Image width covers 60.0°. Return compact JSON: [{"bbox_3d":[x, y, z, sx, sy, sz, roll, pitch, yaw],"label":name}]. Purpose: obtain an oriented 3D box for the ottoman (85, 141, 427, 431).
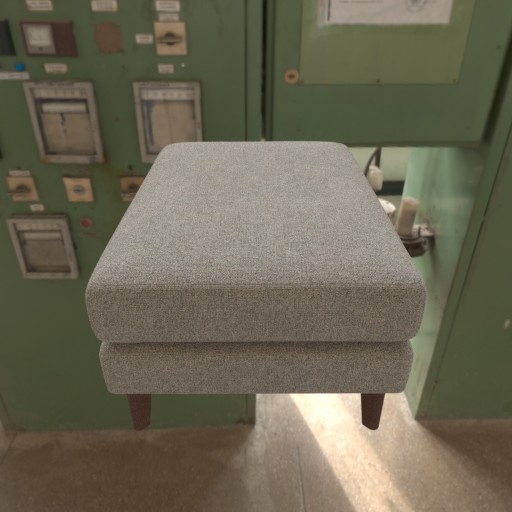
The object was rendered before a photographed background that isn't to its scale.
[{"bbox_3d":[0.000,0.000,1.193,0.611,0.441,0.821,0,32,0],"label":"ottoman"}]
